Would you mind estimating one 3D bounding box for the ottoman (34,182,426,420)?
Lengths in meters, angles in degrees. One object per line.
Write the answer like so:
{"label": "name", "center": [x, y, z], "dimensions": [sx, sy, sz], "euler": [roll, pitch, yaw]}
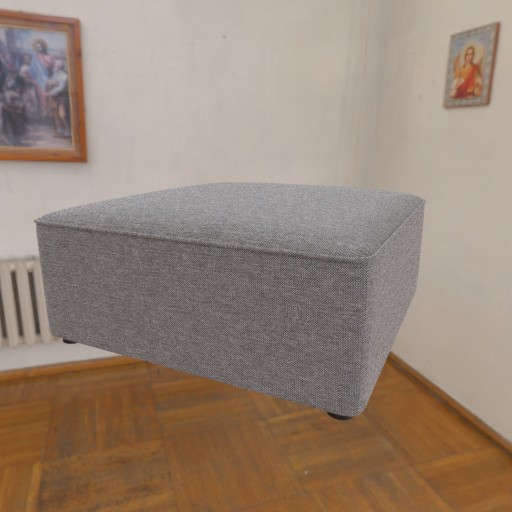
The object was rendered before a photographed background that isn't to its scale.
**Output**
{"label": "ottoman", "center": [0.000, 0.000, 1.563], "dimensions": [1.005, 0.455, 1.005], "euler": [7, 17, 25]}
